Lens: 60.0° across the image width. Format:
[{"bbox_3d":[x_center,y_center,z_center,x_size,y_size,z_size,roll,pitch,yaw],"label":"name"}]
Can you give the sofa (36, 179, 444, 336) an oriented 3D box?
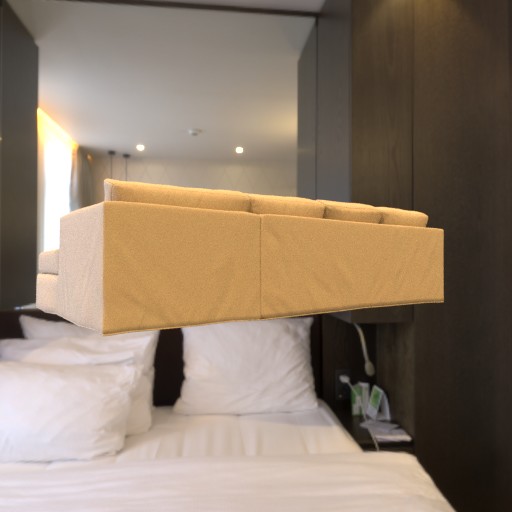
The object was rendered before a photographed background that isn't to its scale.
[{"bbox_3d":[0.000,0.000,3.821,3.206,0.871,1.622,1,-1,-37],"label":"sofa"}]
